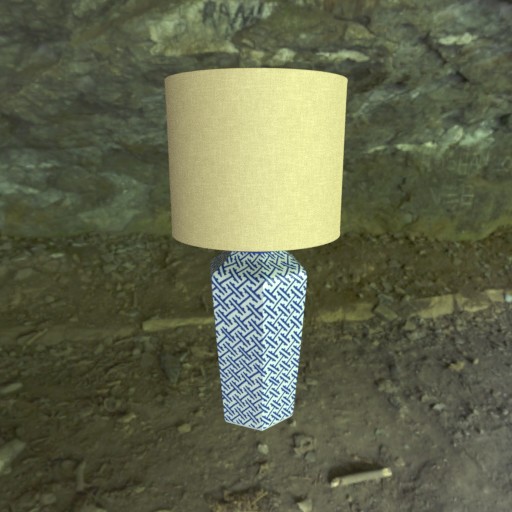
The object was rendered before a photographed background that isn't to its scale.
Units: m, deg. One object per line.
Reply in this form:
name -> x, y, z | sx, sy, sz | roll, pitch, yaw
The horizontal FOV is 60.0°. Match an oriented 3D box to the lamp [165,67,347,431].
lamp -> 0.000, 0.000, 0.871 | 0.320, 0.682, 0.320 | 7, 16, 26
